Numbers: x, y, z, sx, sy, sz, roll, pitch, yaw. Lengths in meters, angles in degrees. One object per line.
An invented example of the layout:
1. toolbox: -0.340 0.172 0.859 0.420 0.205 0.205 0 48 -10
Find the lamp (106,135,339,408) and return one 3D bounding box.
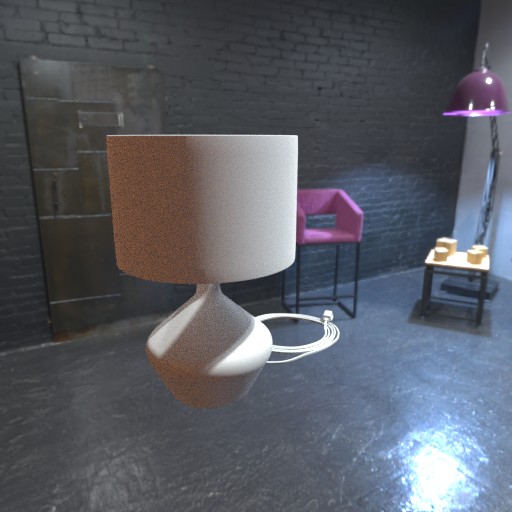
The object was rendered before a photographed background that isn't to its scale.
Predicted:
1. lamp: 0.000 0.000 0.875 0.546 0.457 0.401 -8 17 -27
